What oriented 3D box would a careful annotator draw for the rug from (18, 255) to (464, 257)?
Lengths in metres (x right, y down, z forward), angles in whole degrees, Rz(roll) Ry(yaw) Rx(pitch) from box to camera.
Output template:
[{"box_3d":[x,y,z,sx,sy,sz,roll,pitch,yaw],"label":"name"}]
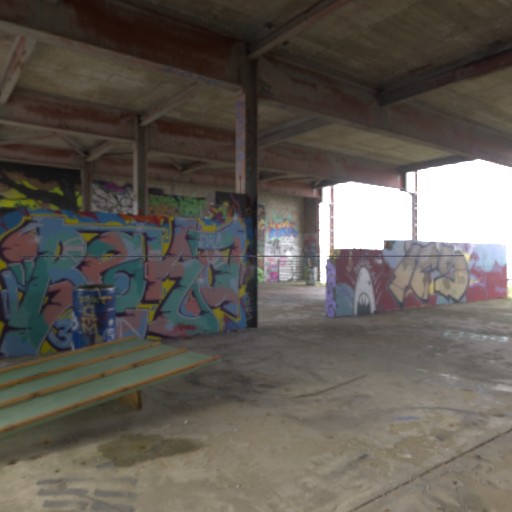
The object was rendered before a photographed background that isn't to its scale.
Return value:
[{"box_3d":[0.000,0.000,2.679,2.443,0.008,0.688,0,0,-16],"label":"rug"}]
